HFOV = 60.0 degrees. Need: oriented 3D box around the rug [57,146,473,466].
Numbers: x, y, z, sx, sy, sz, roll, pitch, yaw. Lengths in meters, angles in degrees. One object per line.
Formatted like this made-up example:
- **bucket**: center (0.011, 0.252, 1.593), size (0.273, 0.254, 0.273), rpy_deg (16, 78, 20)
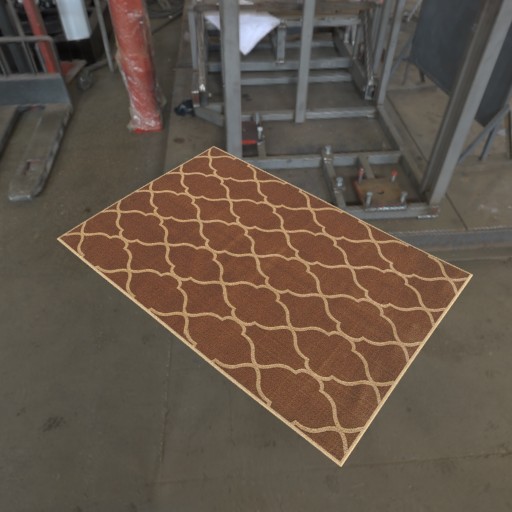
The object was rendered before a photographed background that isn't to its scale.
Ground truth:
- **rug**: center (0.000, 0.000, 2.902), size (2.290, 0.014, 1.526), rpy_deg (32, 54, 27)
